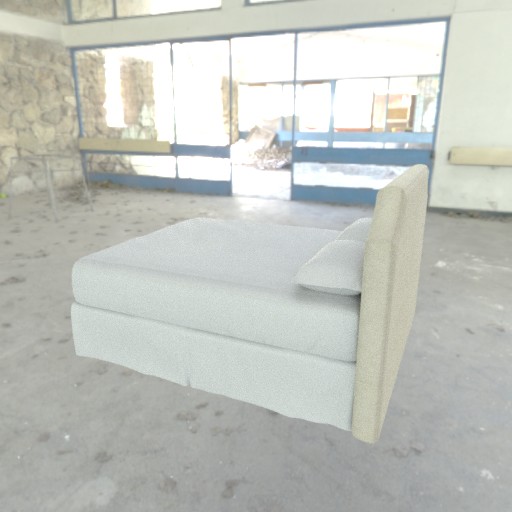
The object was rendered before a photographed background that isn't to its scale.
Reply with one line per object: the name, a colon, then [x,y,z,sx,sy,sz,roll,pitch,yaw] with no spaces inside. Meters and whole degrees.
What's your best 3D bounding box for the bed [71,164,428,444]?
bed: [0.000,0.000,3.260,2.164,1.297,1.828,7,18,24]
